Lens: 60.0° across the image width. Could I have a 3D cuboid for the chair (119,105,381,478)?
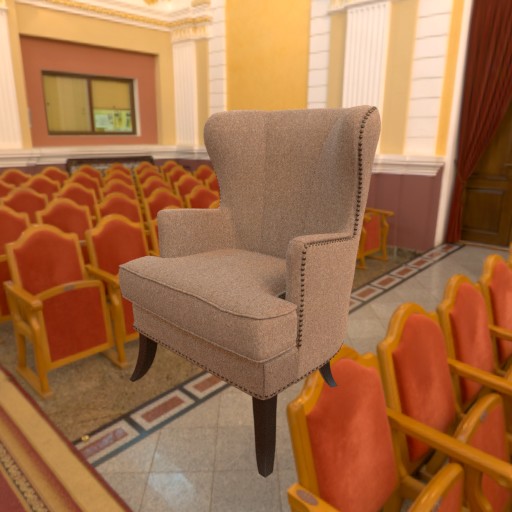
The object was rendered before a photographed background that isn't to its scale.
[{"bbox_3d":[0.000,0.000,1.648,0.759,1.060,0.758,15,22,42],"label":"chair"}]
